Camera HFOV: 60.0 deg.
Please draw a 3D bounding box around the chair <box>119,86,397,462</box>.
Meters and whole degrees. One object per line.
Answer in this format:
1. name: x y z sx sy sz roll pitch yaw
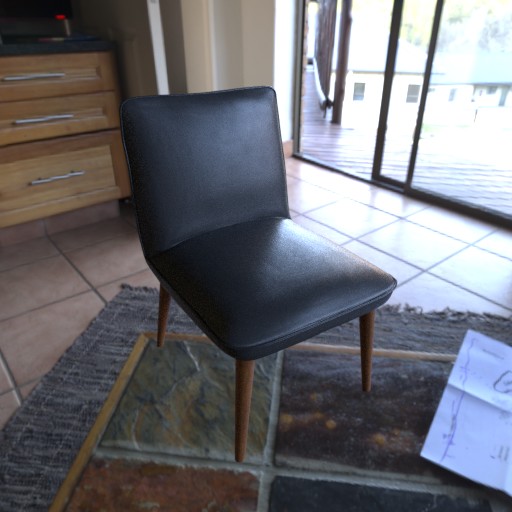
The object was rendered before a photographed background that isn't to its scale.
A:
1. chair: 0.000 0.000 1.225 0.543 0.801 0.645 -20 34 -32
